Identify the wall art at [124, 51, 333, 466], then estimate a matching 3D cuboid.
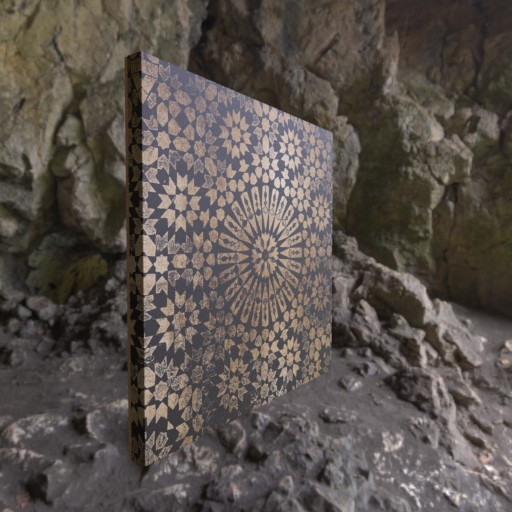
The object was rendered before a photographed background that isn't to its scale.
[{"bbox_3d":[0.000,0.000,0.906,0.038,0.612,0.612,2,3,36],"label":"wall art"}]
